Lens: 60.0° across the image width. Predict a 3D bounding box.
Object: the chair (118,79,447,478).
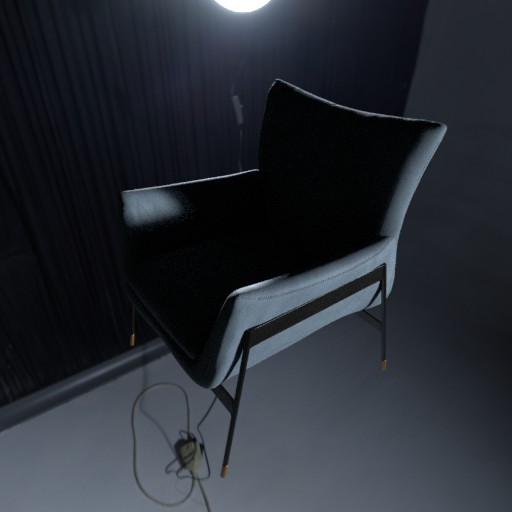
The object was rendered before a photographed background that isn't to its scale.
[{"bbox_3d":[0.000,0.000,1.370,0.709,0.858,0.678,-22,39,-30],"label":"chair"}]
